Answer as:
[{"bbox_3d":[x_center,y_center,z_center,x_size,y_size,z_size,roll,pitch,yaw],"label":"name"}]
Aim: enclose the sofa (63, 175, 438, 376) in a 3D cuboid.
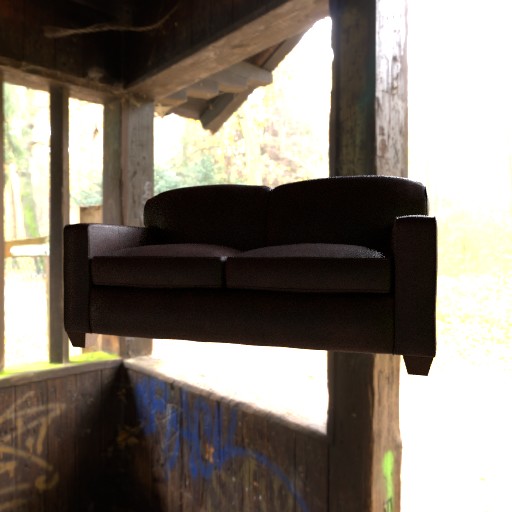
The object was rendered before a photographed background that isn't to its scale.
[{"bbox_3d":[0.000,0.000,2.480,1.856,0.966,1.000,0,1,18],"label":"sofa"}]
